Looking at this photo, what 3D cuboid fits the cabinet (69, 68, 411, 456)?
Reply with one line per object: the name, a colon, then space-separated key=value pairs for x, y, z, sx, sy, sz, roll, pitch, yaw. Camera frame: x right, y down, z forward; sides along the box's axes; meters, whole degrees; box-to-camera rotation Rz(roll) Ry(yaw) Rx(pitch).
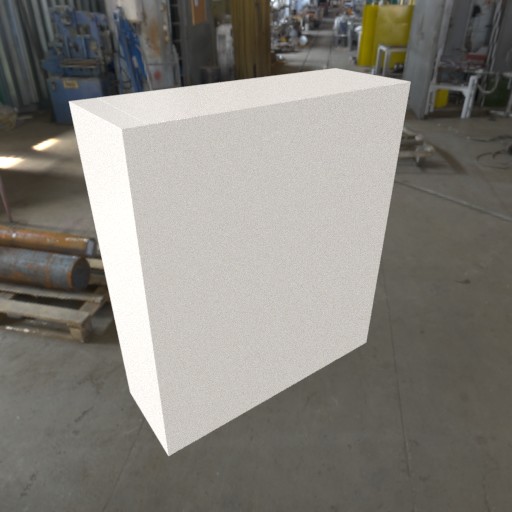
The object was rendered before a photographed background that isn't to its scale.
cabinet: x=0.000 y=0.000 z=1.615 sx=0.990 sy=1.150 sz=0.348 roll=-20 pitch=37 yaw=-30
